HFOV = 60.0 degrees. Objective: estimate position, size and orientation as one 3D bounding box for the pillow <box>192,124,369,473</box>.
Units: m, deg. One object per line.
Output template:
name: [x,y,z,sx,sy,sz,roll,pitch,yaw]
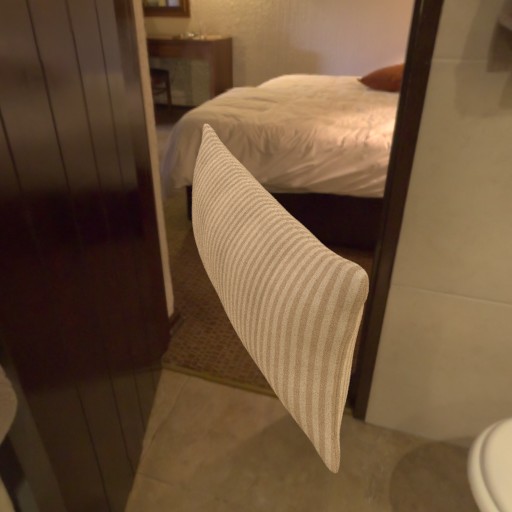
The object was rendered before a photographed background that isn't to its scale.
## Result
pillow: [0.000,0.000,0.730,0.151,0.295,0.617,-10,31,-17]
